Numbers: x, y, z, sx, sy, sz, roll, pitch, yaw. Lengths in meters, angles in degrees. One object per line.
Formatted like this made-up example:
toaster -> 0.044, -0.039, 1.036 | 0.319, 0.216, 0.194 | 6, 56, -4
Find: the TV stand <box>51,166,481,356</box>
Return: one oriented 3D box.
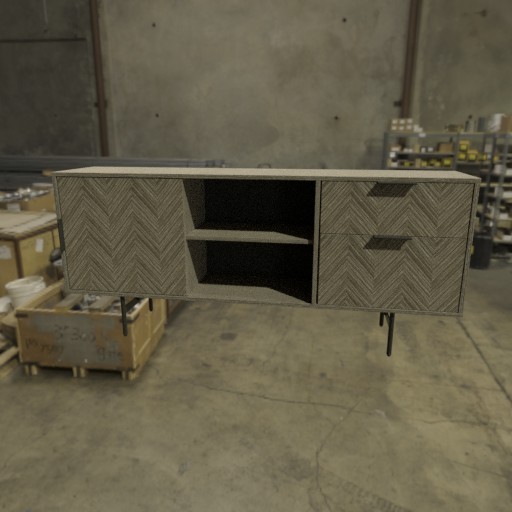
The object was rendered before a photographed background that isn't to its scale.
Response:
TV stand -> 0.000, 0.000, 2.103 | 1.804, 0.787, 0.405 | 2, 15, 9
